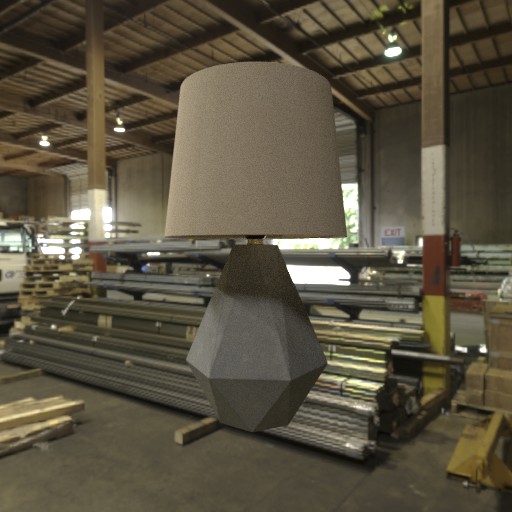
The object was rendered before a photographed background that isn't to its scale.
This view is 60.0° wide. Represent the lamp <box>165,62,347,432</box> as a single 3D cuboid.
[{"bbox_3d":[0.000,0.000,0.685,0.276,0.501,0.276,0,1,0],"label":"lamp"}]
